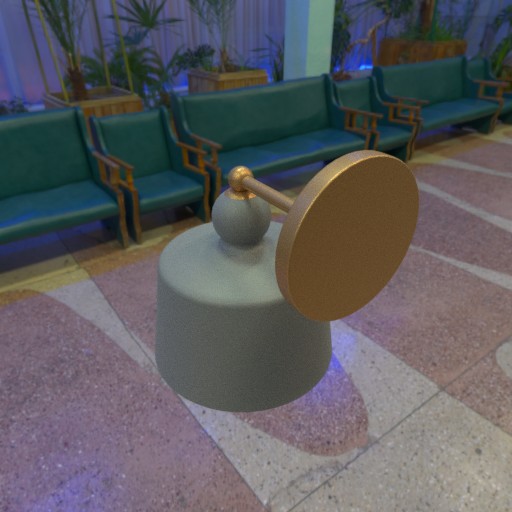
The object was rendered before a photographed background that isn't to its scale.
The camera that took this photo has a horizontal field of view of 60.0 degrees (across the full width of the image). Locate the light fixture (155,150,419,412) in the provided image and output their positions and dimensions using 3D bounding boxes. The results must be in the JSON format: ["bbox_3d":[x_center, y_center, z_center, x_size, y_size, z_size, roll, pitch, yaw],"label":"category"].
[{"bbox_3d":[0.000,0.000,0.434,0.204,0.268,0.254,-19,36,-29],"label":"light fixture"}]
